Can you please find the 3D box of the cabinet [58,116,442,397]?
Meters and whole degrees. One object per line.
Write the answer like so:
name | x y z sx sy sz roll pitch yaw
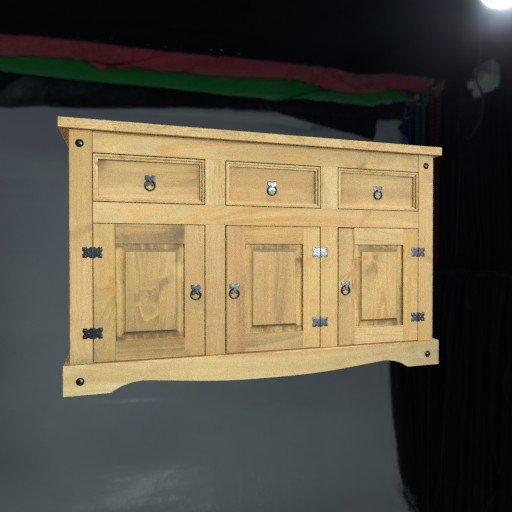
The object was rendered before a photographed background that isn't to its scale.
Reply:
cabinet | 0.000 0.000 1.675 1.321 0.810 0.432 0 1 -17
